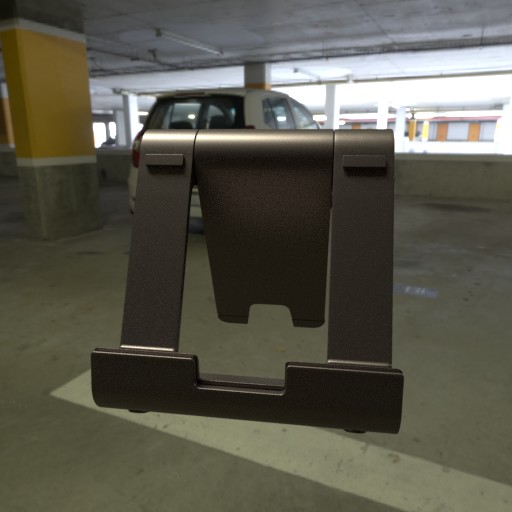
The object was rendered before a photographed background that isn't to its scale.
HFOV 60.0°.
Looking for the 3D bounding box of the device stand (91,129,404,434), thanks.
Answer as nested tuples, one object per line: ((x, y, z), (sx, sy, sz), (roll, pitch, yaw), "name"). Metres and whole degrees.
((0.000, 0.000, 0.151), (0.088, 0.084, 0.079), (2, 15, 8), "device stand")
